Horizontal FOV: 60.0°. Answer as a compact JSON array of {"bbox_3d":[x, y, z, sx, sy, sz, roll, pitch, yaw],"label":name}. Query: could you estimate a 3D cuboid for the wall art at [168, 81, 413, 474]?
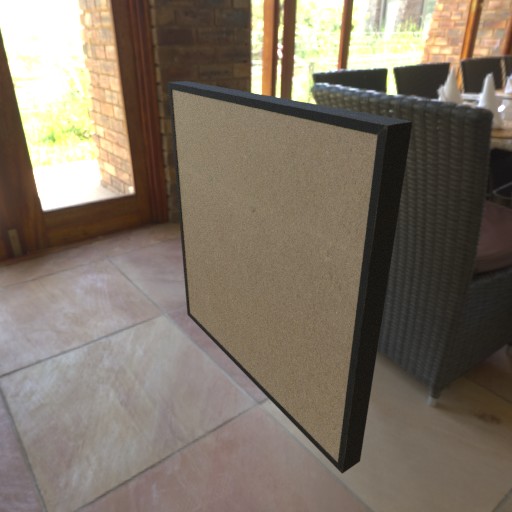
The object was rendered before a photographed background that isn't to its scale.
[{"bbox_3d":[0.000,0.000,0.744,0.038,0.508,0.508,-17,32,-31],"label":"wall art"}]
